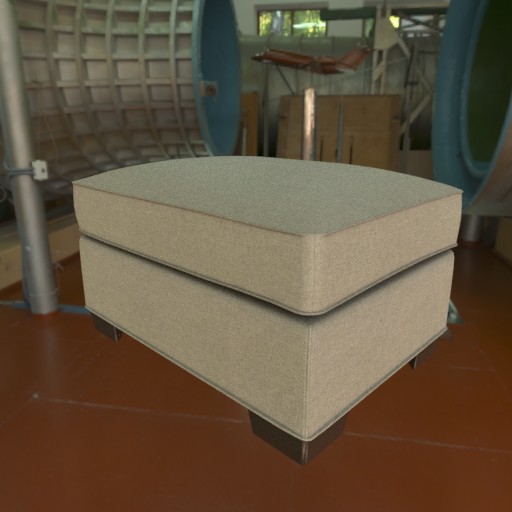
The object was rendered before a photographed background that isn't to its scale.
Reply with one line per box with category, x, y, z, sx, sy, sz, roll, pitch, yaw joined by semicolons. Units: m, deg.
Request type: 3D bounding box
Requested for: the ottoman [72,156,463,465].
ottoman;0.000;0.000;1.198;0.843;0.504;0.619;16;24;42
